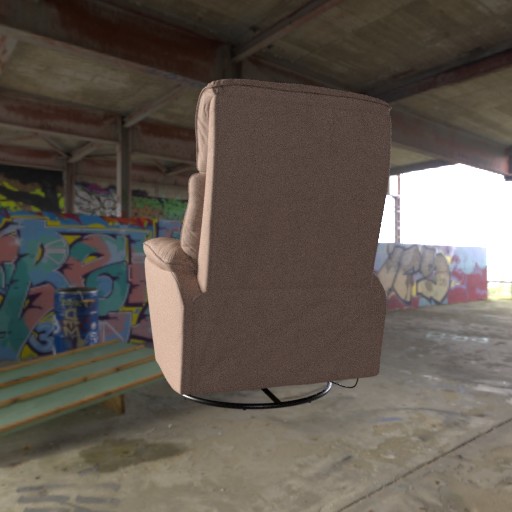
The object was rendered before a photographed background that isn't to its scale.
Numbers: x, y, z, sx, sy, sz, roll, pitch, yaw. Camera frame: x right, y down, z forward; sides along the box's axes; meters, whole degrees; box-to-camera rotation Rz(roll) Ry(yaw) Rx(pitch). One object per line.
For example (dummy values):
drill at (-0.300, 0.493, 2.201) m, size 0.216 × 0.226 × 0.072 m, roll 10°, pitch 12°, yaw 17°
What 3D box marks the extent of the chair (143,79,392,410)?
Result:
chair at (0.000, 0.000, 1.756) m, size 0.820 × 1.037 × 1.004 m, roll 0°, pitch 0°, yaw -18°
